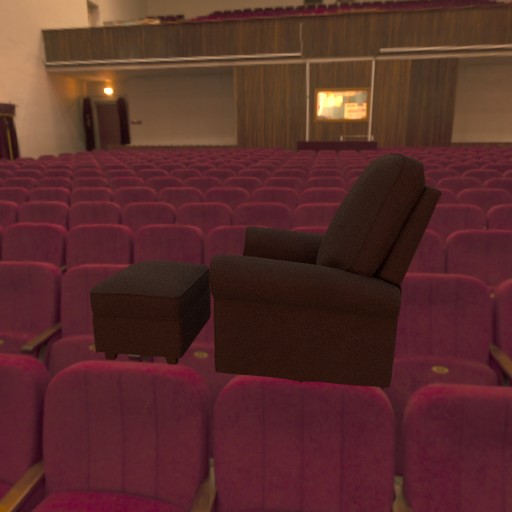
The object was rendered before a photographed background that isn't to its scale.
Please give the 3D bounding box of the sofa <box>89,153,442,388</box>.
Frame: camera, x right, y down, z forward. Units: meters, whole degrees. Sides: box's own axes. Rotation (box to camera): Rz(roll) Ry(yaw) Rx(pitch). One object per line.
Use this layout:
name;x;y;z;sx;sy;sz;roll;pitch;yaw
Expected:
sofa;0.000;0.000;2.125;1.478;0.959;0.880;2;14;9
